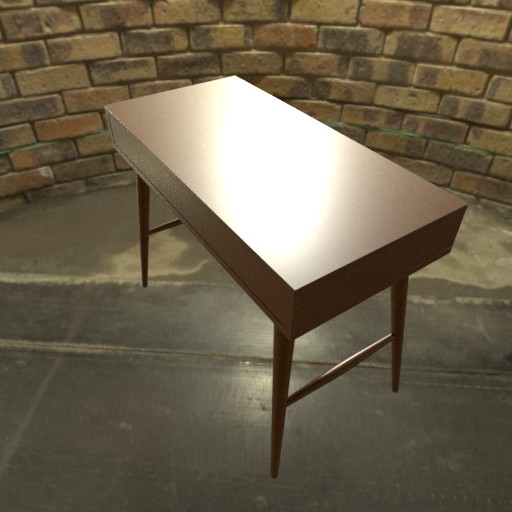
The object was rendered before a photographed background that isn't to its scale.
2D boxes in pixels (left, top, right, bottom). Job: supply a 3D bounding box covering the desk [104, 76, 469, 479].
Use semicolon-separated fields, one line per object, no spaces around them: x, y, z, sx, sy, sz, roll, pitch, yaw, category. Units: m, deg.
0.000;0.000;1.397;0.510;0.758;0.949;-24;46;-25;desk
